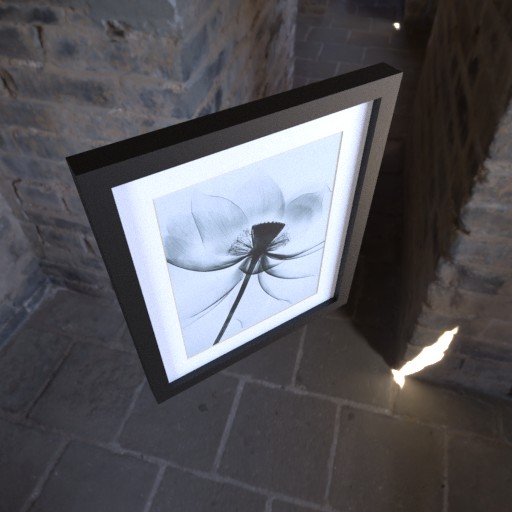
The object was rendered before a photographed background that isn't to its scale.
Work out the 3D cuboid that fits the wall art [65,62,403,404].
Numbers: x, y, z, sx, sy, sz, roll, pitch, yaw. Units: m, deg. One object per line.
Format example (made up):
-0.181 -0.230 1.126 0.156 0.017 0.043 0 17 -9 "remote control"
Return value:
0.000 0.000 0.533 0.330 0.381 0.029 -24 51 -21 "wall art"
